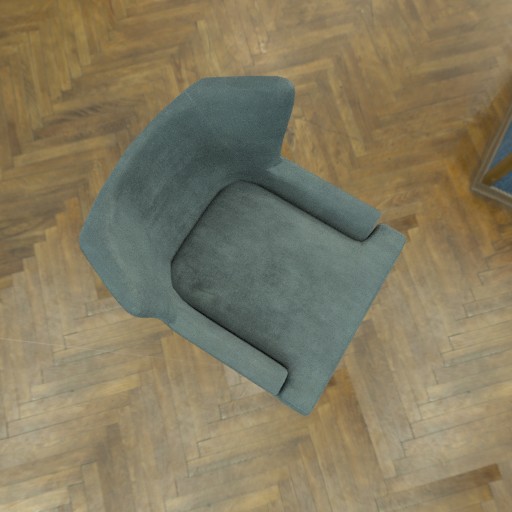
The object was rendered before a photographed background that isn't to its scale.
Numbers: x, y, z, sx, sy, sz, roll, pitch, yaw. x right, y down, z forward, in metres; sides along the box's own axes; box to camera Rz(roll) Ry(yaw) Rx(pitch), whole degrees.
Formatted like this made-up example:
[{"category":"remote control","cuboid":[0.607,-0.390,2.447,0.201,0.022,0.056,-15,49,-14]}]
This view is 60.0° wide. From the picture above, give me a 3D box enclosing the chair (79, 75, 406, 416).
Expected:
[{"category":"chair","cuboid":[0.000,0.000,1.613,0.906,0.950,0.784,31,78,8]}]
